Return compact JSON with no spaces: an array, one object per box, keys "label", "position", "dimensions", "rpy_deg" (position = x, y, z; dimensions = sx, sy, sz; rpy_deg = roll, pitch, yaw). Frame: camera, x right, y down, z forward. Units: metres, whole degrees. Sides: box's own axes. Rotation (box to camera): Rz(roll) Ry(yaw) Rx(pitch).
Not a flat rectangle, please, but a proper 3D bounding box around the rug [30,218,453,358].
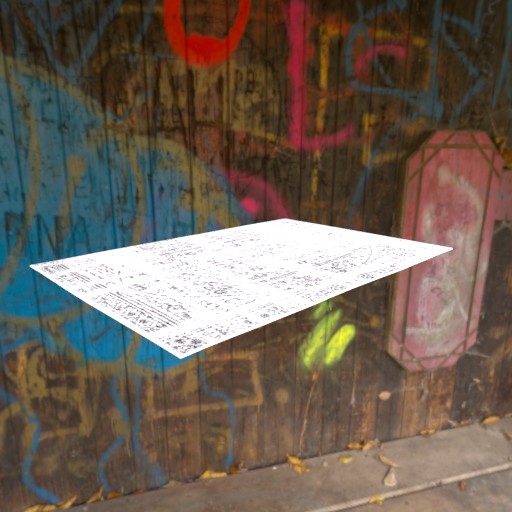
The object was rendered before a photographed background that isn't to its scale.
[{"label":"rug","position":[0.000,0.000,3.077],"dimensions":[2.438,0.026,1.706],"rpy_deg":[-14,21,-42]}]
